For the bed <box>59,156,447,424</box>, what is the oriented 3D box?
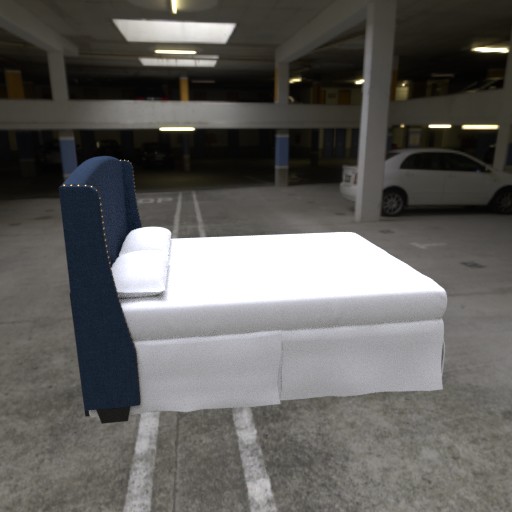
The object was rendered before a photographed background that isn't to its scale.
[{"bbox_3d":[0.000,0.000,3.179,2.223,1.402,1.604,-3,17,-9],"label":"bed"}]
